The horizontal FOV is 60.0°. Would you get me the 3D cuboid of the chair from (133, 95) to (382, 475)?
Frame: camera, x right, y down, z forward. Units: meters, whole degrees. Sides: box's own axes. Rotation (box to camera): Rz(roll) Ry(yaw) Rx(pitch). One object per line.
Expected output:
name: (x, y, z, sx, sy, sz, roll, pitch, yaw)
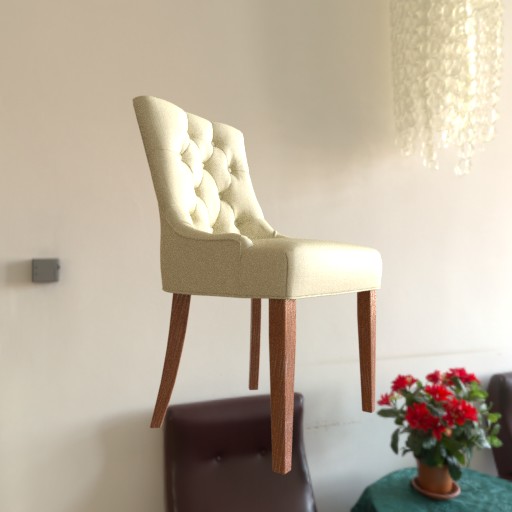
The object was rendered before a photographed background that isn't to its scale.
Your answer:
chair: (0.000, 0.000, 1.212, 0.565, 0.874, 0.509, -1, -1, 36)
